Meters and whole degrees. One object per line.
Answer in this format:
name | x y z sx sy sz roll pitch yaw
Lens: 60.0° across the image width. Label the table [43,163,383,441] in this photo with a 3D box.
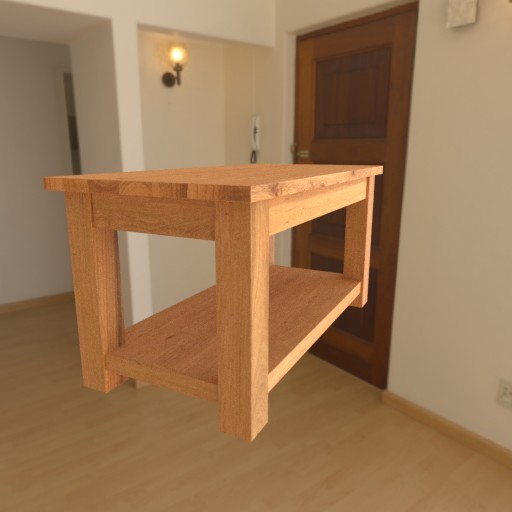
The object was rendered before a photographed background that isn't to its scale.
table | 0.000 0.000 1.185 0.450 0.452 0.899 7 15 27
